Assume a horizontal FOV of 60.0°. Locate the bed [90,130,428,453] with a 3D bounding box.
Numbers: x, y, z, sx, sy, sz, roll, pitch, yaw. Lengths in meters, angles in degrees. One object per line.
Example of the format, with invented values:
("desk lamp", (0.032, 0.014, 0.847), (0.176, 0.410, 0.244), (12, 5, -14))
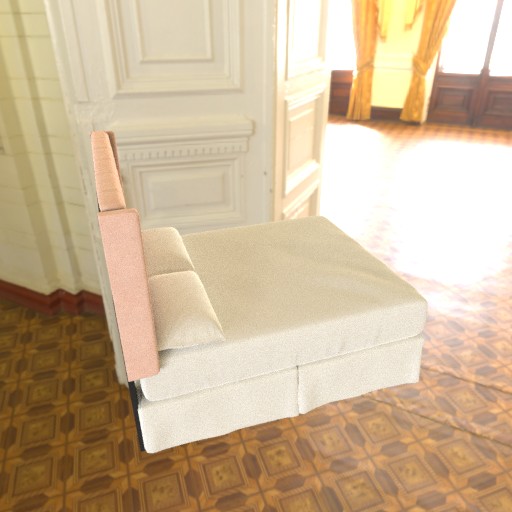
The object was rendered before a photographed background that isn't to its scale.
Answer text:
("bed", (0.000, 0.000, 3.317), (2.066, 1.665, 1.719), (-10, 30, -17))
